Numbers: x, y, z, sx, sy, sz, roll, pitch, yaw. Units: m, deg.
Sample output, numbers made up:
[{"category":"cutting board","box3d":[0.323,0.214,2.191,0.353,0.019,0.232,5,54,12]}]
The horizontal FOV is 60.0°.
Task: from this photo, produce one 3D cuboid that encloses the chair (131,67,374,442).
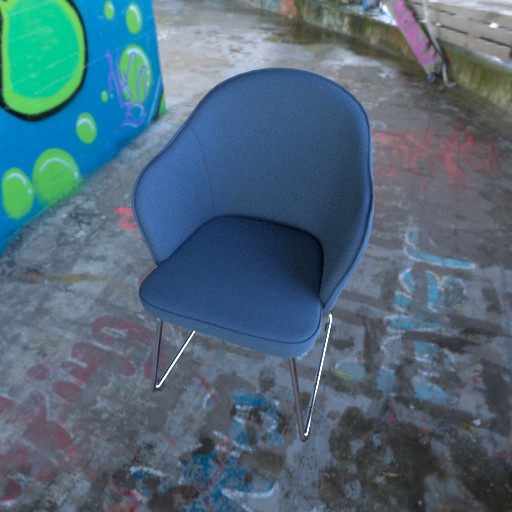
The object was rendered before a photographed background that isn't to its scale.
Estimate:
[{"category":"chair","box3d":[0.000,0.000,1.212,0.570,0.815,0.585,13,43,14]}]
